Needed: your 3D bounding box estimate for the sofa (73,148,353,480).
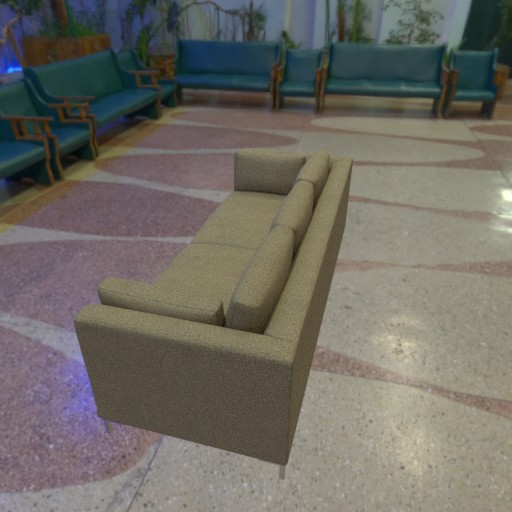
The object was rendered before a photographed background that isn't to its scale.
[{"bbox_3d":[0.000,0.000,2.904,0.969,0.867,2.415,8,32,14],"label":"sofa"}]
